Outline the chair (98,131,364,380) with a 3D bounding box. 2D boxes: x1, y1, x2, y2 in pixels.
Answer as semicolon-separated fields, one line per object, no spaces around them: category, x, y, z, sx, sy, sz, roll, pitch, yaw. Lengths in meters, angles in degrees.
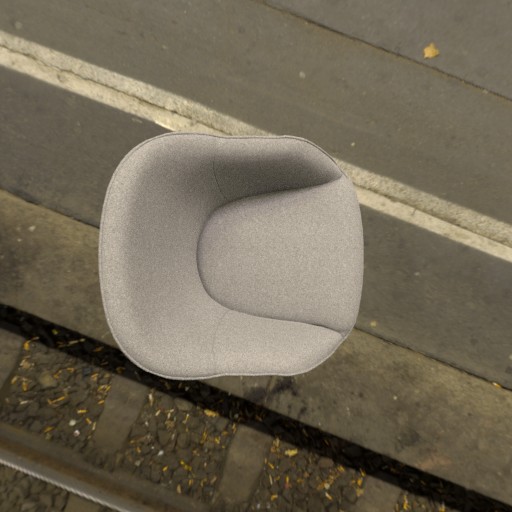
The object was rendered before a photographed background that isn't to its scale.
chair;0.000;0.000;1.266;0.611;0.810;0.589;0;90;1
